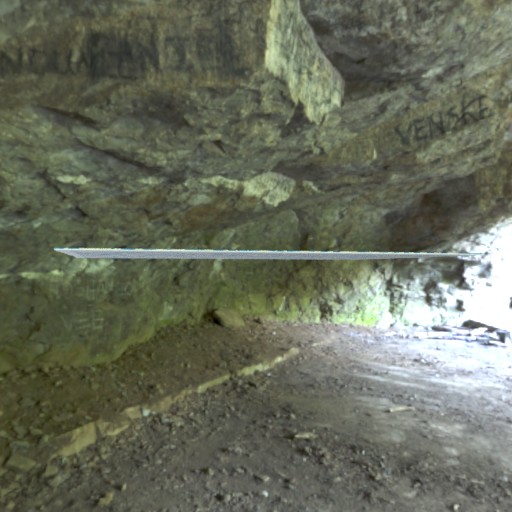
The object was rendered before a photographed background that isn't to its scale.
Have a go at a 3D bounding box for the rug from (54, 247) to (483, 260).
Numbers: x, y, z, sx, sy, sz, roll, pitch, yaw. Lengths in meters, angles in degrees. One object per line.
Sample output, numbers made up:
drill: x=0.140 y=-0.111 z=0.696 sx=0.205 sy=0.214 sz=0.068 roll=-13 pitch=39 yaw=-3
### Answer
rug: x=0.000 y=0.000 z=2.347 sx=1.830 sy=0.011 sz=1.209 roll=1 pitch=-2 yaw=-18
